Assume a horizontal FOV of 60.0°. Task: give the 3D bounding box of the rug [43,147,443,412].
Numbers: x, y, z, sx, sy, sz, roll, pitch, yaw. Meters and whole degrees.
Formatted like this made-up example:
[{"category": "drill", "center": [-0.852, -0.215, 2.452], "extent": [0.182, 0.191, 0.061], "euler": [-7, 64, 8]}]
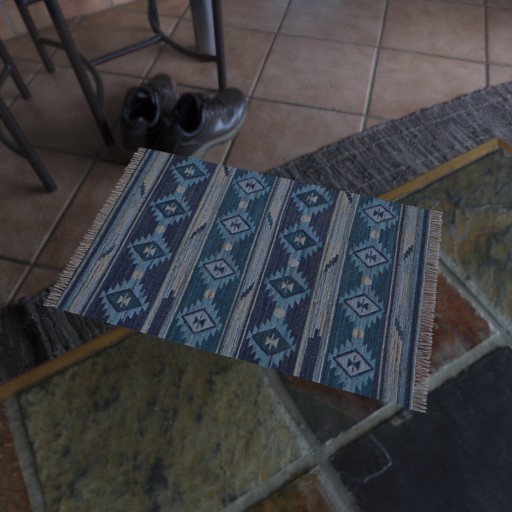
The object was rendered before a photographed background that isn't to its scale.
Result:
[{"category": "rug", "center": [0.000, 0.000, 2.421], "extent": [1.936, 0.028, 1.181], "euler": [14, 59, 9]}]
